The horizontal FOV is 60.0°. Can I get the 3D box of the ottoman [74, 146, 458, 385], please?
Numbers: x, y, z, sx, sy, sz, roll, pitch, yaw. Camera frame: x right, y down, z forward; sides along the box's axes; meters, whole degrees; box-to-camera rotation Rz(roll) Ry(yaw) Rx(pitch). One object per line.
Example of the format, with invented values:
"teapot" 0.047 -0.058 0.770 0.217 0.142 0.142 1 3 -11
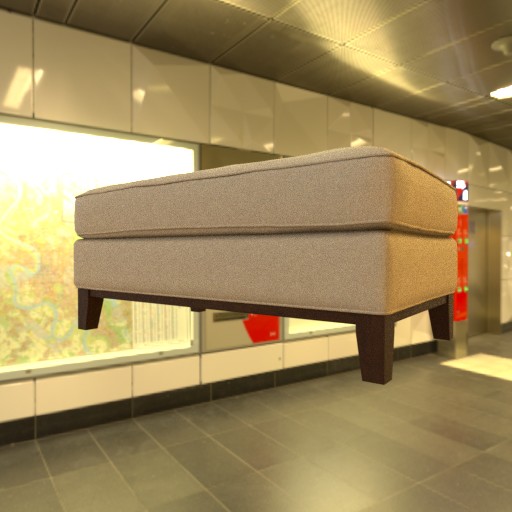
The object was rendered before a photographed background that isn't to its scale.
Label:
"ottoman" 0.000 0.000 1.453 1.143 0.508 0.648 0 1 36
